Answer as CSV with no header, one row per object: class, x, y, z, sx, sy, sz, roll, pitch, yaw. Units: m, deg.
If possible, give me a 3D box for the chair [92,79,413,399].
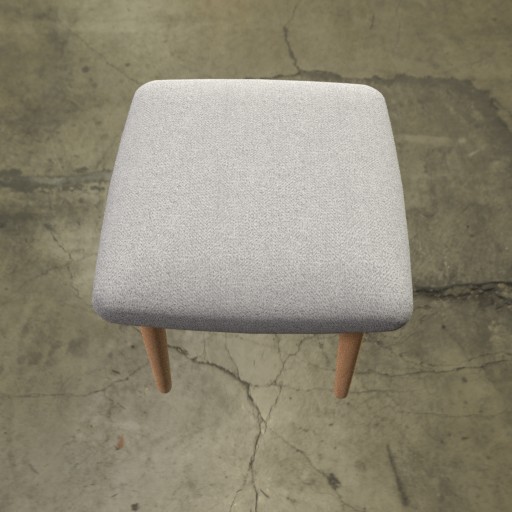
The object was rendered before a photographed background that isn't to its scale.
chair,0.000,0.000,0.685,0.350,0.440,0.350,2,63,1
